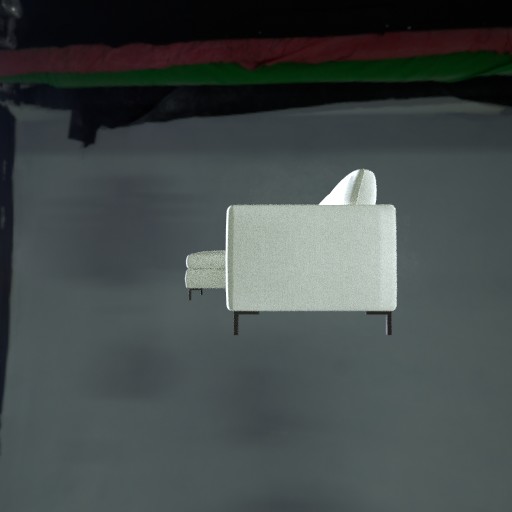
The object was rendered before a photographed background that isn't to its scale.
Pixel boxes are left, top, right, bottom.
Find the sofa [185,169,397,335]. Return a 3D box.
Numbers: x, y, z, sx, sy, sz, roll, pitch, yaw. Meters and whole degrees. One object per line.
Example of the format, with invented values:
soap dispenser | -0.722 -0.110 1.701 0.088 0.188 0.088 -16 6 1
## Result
sofa | 0.000 0.000 3.798 1.467 0.875 3.186 0 -1 1
